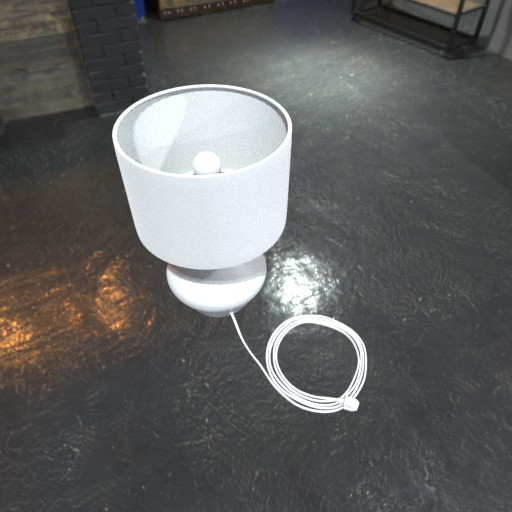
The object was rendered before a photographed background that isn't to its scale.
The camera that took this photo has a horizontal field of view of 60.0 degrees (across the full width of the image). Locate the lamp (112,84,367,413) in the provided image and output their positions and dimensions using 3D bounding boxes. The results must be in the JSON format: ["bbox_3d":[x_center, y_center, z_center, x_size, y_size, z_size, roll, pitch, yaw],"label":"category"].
[{"bbox_3d":[0.000,0.000,0.859,0.401,0.457,0.546,-17,48,-15],"label":"lamp"}]
